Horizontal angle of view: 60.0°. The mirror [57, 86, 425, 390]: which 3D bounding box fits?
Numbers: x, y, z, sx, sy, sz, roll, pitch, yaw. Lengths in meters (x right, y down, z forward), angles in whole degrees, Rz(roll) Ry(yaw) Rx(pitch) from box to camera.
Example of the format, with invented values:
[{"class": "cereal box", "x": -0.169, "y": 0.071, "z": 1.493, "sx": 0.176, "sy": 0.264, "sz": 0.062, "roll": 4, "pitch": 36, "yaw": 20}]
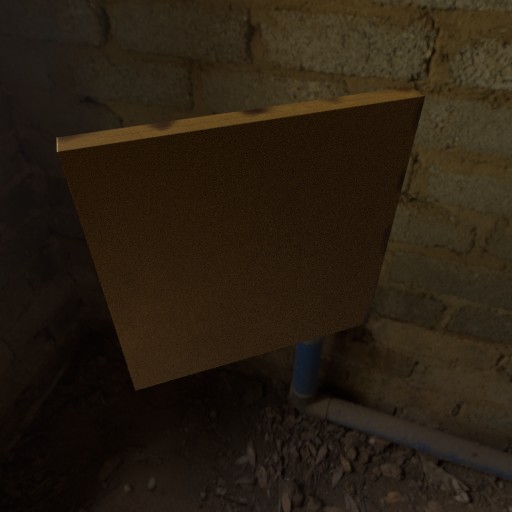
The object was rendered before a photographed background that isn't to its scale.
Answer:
[{"class": "mirror", "x": 0.000, "y": 0.000, "z": 0.763, "sx": 0.509, "sy": 0.507, "sz": 0.042, "roll": -13, "pitch": 43, "yaw": -14}]
